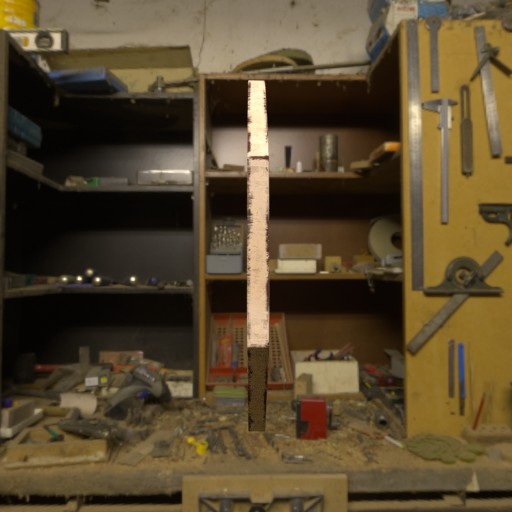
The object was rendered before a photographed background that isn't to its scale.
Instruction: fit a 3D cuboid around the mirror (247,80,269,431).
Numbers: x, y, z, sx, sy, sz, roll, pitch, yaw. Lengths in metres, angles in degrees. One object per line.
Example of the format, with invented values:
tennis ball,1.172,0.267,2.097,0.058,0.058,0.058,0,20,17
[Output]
mirror,0.000,0.000,0.951,0.031,0.648,0.648,0,-1,-1
